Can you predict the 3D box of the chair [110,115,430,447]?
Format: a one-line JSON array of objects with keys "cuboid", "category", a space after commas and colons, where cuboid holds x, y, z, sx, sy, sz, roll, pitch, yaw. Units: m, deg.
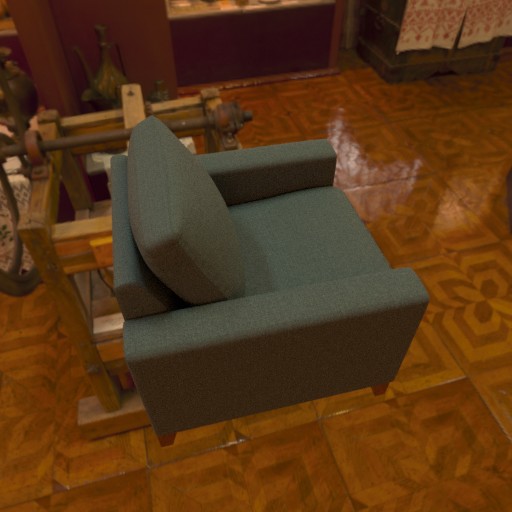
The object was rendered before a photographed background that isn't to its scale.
[{"cuboid": [0.000, 0.000, 1.861, 1.038, 1.010, 1.024, -10, 47, -9], "category": "chair"}]
